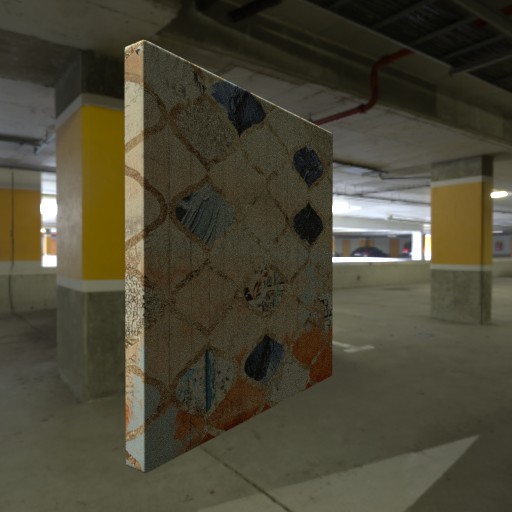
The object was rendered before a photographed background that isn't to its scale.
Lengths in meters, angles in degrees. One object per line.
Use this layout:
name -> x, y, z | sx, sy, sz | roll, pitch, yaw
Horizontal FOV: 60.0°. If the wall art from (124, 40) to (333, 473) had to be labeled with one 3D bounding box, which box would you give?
wall art -> 0.000, 0.000, 0.732 | 0.038, 0.508, 0.507 | 0, 1, 35
